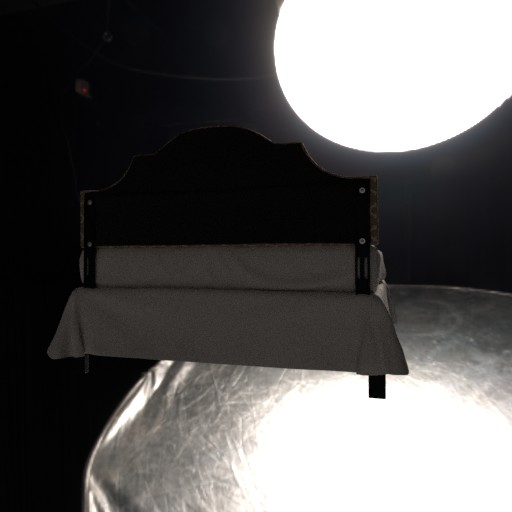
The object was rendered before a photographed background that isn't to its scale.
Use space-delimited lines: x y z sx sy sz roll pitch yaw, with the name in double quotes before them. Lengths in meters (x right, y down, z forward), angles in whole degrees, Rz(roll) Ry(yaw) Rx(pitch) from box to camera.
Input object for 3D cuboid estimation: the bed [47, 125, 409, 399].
"bed" 0.000 0.000 3.673 2.314 1.601 2.222 0 -1 17
